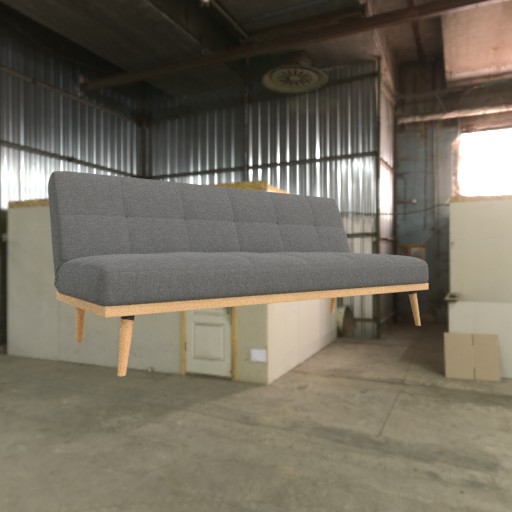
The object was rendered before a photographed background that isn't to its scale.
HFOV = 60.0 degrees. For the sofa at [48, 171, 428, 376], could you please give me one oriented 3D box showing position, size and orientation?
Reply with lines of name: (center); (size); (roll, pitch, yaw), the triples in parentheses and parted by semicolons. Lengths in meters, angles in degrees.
sofa: (0.000, 0.000, 2.243); (1.820, 0.770, 0.820); (0, 1, -37)
